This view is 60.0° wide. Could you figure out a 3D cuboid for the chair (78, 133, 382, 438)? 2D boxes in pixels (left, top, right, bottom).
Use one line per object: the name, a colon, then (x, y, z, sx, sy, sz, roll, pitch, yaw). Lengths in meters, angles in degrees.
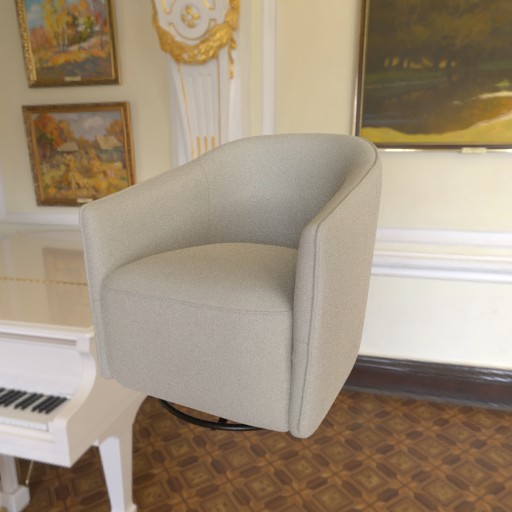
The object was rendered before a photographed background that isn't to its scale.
chair: (0.000, 0.000, 1.448, 0.747, 0.799, 0.875, 7, 15, 26)
